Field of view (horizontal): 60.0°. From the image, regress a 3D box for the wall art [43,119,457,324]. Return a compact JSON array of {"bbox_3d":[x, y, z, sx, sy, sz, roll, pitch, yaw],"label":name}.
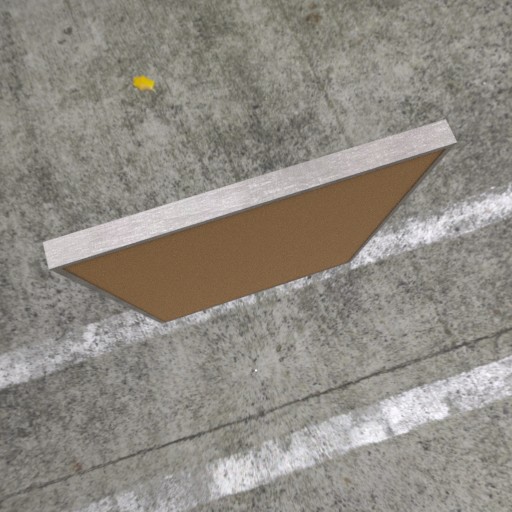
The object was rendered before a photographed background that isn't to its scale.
[{"bbox_3d":[0.000,0.000,0.690,0.421,0.521,0.032,-18,76,-5],"label":"wall art"}]
